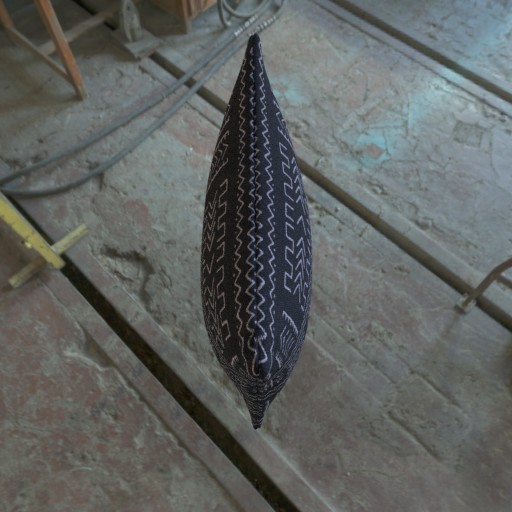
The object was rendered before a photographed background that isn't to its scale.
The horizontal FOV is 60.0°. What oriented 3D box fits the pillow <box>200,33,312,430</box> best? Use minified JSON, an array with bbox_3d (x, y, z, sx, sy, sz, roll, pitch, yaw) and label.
[{"bbox_3d":[0.000,0.000,0.652,0.164,0.430,0.438,-1,63,0],"label":"pillow"}]
